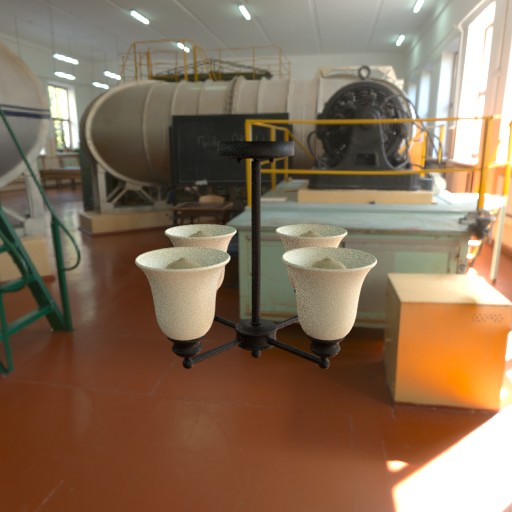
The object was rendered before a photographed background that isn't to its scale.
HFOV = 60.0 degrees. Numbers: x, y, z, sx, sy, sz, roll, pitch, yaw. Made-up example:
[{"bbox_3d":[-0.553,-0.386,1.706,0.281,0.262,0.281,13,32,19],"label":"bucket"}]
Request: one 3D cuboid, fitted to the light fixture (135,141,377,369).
[{"bbox_3d":[0.000,0.000,1.850,1.069,0.925,1.069,13,19,43],"label":"light fixture"}]
